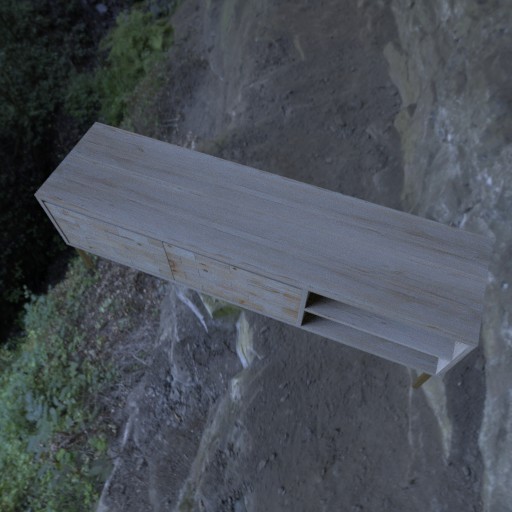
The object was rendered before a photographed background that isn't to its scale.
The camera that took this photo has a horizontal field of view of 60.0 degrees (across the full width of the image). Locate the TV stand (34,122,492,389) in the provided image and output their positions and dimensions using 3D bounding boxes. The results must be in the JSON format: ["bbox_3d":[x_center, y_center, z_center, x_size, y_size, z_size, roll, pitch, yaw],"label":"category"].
[{"bbox_3d":[0.000,0.000,1.825,1.600,0.550,0.420,18,60,11],"label":"TV stand"}]
